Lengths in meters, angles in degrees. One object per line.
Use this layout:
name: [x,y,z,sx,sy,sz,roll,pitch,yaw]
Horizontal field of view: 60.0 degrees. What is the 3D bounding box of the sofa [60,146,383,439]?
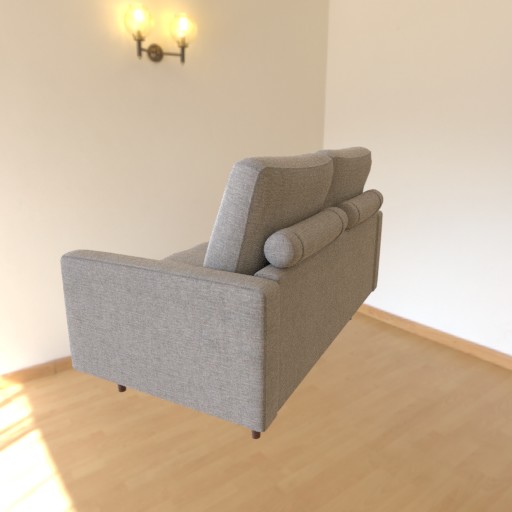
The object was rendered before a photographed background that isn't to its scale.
sofa: [0.000,0.000,1.939,0.842,0.907,1.407,8,17,26]
